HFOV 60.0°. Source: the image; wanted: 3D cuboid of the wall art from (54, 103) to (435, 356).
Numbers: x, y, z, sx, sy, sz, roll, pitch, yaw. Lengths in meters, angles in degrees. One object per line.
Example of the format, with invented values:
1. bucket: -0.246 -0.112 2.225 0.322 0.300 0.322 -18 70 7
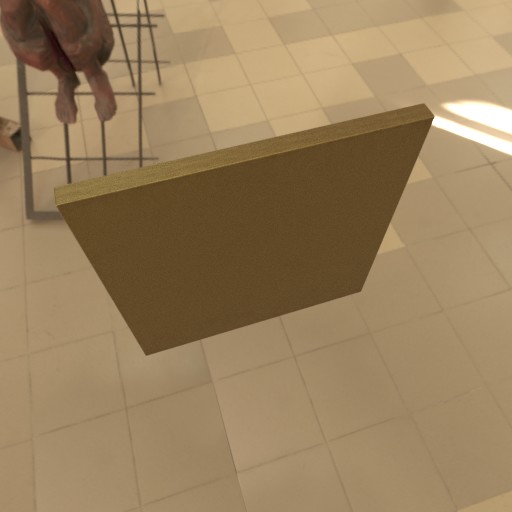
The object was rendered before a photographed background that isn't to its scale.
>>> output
1. wall art: 0.000 0.000 0.781 0.503 0.506 0.030 -15 59 -10
